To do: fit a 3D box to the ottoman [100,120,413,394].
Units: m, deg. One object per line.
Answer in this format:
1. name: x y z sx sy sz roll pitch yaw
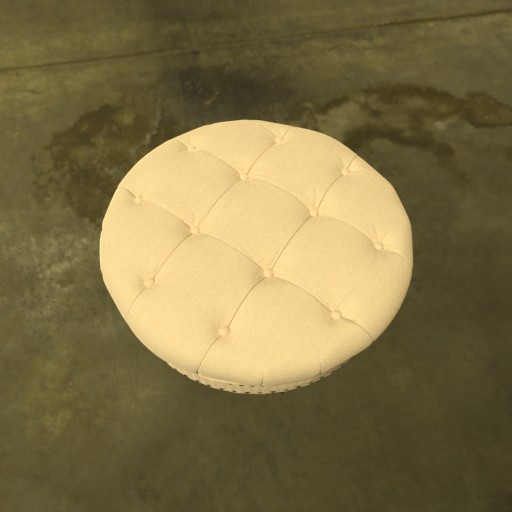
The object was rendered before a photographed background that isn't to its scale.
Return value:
1. ottoman: 0.000 0.000 1.411 0.901 0.439 0.901 0 58 0
